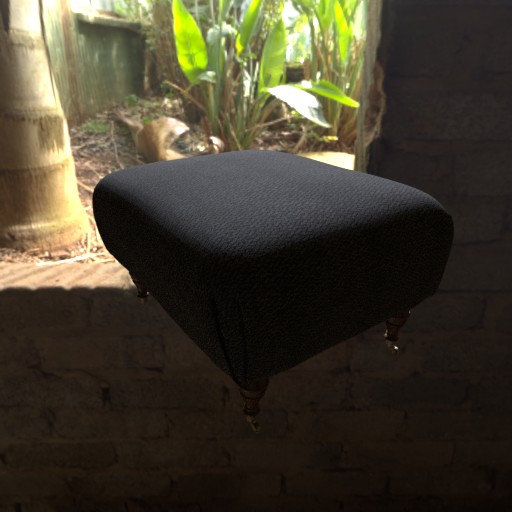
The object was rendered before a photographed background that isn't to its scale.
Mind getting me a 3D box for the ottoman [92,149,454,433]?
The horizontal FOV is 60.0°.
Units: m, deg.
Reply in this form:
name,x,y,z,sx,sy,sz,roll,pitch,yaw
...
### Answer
name,x,y,z,sx,sy,sz,roll,pitch,yaw
ottoman,0.000,0.000,1.136,0.622,0.450,0.747,-17,30,-31
